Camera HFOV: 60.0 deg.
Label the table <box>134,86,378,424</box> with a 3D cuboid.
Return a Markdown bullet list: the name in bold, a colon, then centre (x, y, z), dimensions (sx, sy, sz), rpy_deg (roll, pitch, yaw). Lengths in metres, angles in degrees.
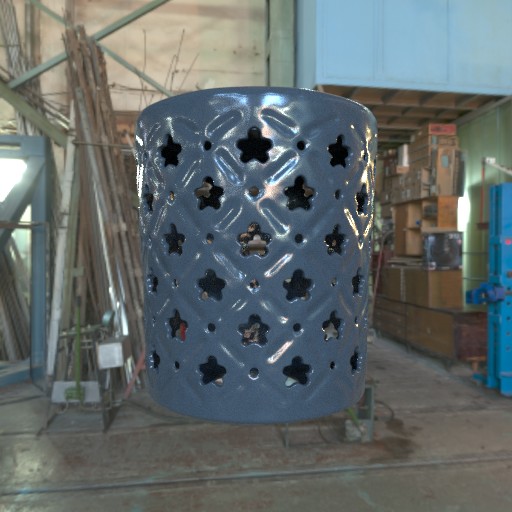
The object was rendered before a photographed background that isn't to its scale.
- **table**: centre (0.000, 0.000, 0.661), dimensions (0.352, 0.387, 0.352), rpy_deg (0, 1, 0)
